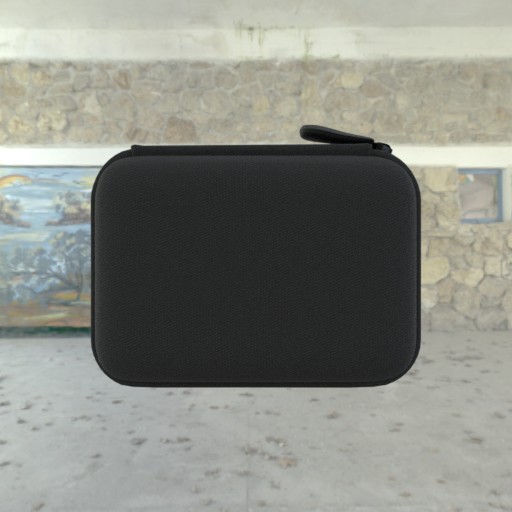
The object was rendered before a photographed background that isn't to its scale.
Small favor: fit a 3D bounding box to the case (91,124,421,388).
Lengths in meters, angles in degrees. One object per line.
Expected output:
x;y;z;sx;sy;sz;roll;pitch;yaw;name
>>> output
0.000;0.000;0.179;0.132;0.105;0.038;0;0;0;case
